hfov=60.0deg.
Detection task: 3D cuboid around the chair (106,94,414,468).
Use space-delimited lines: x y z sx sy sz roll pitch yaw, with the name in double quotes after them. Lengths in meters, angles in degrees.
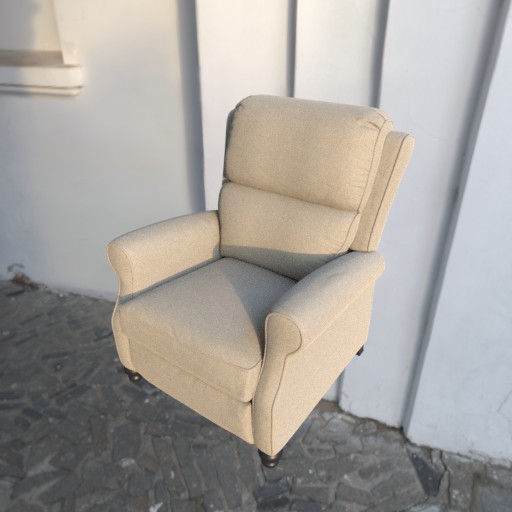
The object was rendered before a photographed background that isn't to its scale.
0.000 0.000 1.704 0.859 1.046 0.919 19 34 31 "chair"
